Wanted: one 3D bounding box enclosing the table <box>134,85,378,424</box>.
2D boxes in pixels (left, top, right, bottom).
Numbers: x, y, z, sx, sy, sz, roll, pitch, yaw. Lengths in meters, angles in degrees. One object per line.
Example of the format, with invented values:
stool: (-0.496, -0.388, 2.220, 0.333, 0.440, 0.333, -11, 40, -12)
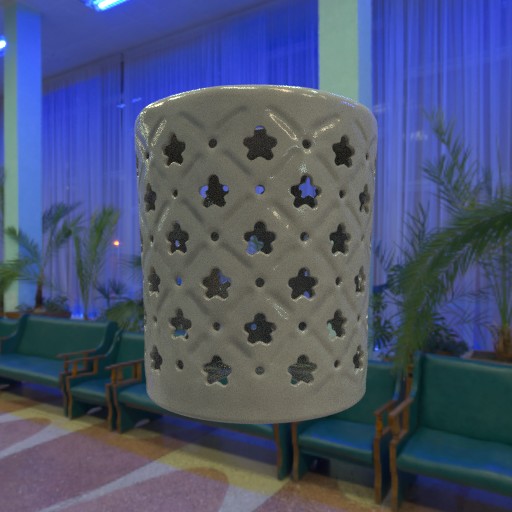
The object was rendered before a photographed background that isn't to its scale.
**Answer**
table: (0.000, 0.000, 0.660, 0.352, 0.387, 0.352, 0, 0, 0)
